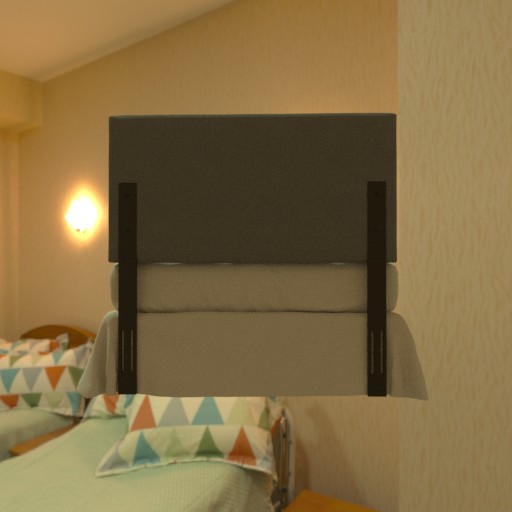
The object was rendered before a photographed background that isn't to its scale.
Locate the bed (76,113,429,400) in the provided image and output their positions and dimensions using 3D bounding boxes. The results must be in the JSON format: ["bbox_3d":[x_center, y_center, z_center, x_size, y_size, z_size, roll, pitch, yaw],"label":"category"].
[{"bbox_3d":[0.000,0.000,3.490,1.936,1.577,2.222,0,-1,2],"label":"bed"}]
